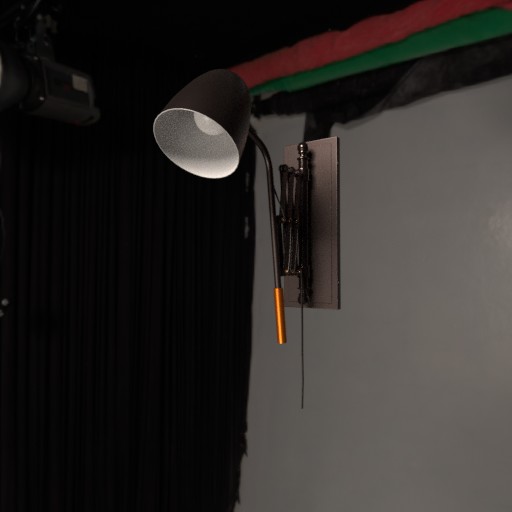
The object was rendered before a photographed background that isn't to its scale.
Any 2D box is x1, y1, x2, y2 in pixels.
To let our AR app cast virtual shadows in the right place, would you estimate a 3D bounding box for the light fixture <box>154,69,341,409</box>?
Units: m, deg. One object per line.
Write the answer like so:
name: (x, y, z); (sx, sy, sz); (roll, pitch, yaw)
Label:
light fixture: (0.000, 0.000, 0.926); (0.162, 0.715, 0.499); (-1, -2, 35)
